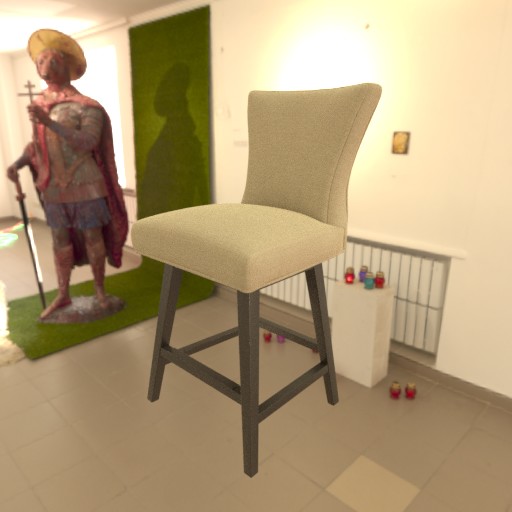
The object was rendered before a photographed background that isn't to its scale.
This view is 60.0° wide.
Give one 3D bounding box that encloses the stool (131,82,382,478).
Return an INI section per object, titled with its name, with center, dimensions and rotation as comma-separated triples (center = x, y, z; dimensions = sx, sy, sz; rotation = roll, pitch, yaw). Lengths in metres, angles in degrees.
[stool]
center = 0.000, 0.000, 1.366
dimensions = 0.514, 1.000, 0.574
rotation = 16, 23, 42
